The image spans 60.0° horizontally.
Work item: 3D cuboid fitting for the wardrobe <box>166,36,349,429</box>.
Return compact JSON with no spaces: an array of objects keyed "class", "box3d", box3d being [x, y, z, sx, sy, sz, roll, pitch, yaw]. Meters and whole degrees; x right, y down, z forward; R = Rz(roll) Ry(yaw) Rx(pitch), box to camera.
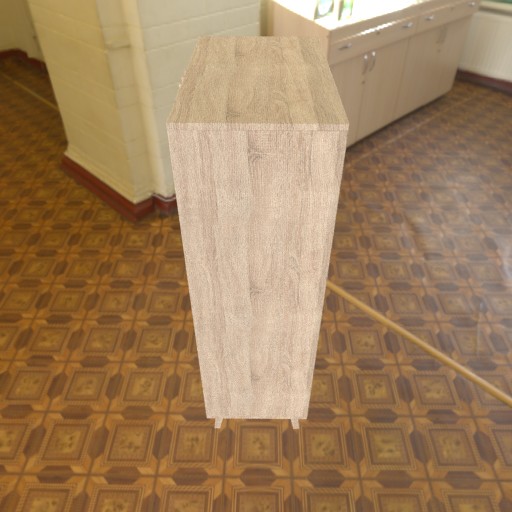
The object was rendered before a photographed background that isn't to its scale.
[{"class":"wardrobe","box3d":[0.000,0.000,2.417,0.600,1.960,1.000,0,41,0]}]
